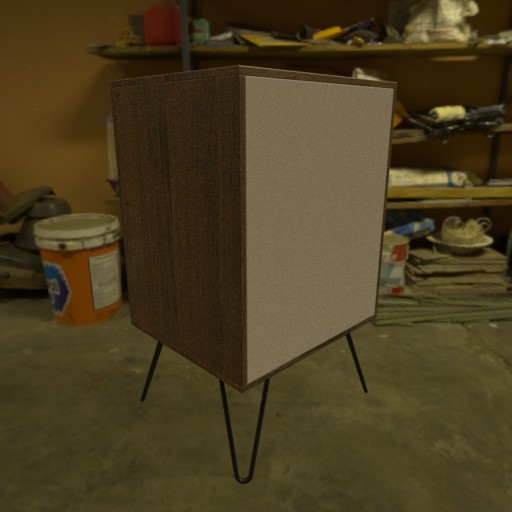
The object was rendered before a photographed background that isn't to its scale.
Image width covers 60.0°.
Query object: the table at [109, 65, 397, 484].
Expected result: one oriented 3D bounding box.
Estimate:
[{"bbox_3d":[0.000,0.000,1.181,0.526,0.866,0.457,-16,23,-42],"label":"table"}]
